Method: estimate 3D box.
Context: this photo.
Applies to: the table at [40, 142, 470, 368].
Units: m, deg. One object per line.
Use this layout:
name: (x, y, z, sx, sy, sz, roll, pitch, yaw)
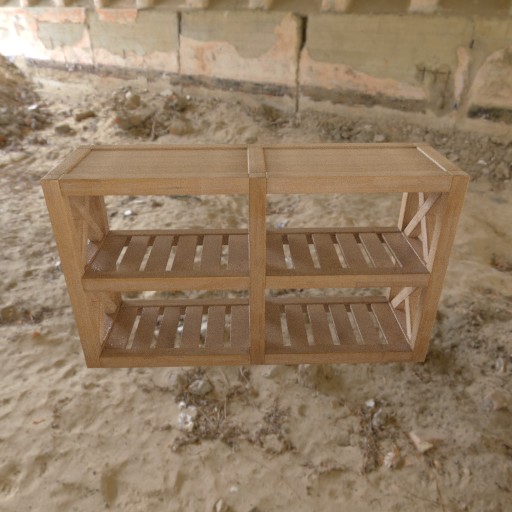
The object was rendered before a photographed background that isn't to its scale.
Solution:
table: (0.000, 0.000, 1.698, 1.320, 0.762, 0.381, -1, 29, -1)
